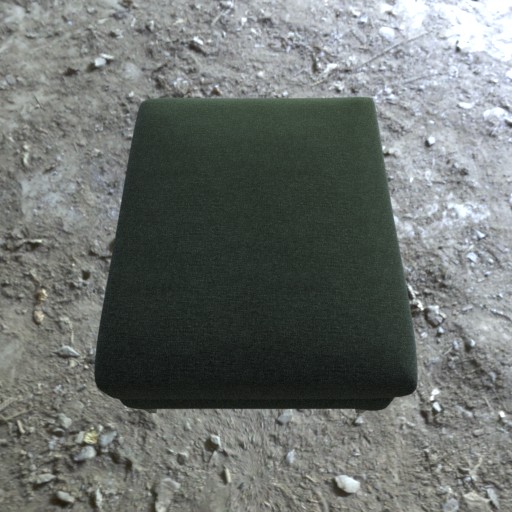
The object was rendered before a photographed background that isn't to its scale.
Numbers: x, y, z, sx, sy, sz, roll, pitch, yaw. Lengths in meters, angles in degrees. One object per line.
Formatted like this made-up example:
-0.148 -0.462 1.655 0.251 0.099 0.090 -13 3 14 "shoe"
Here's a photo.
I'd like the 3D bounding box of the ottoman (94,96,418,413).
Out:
0.000 0.000 1.280 0.695 0.533 0.831 0 63 0 "ottoman"
